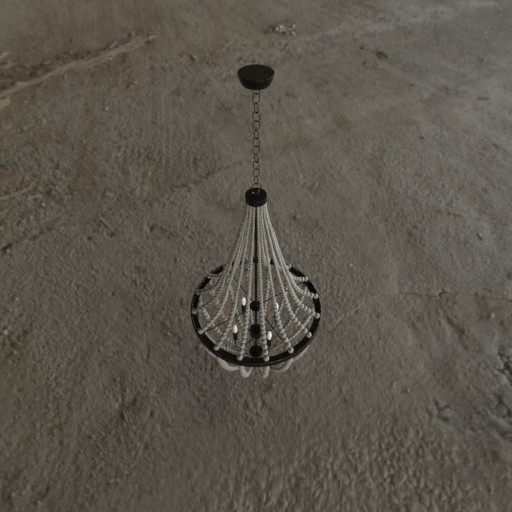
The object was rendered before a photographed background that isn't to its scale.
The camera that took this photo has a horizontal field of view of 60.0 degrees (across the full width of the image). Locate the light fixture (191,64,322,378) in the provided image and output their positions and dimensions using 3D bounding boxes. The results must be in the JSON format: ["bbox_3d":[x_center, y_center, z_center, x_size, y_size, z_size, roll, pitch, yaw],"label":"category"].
[{"bbox_3d":[0.000,0.000,1.344,0.450,1.133,0.450,0,47,0],"label":"light fixture"}]
